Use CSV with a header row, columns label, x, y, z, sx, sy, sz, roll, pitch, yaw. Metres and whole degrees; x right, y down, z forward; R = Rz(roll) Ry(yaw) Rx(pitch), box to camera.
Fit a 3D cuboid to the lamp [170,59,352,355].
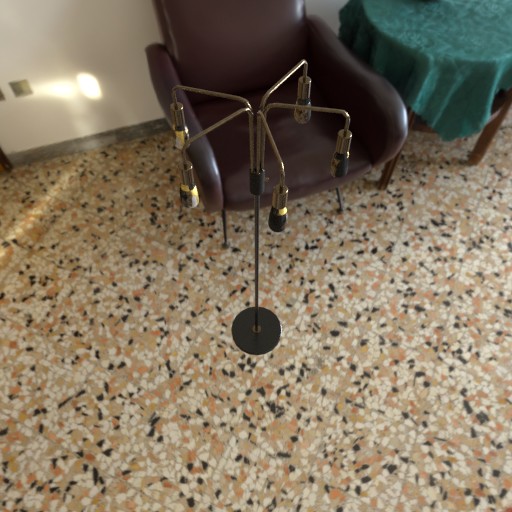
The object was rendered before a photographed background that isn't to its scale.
label,x,y,z,sx,sy,sz,roll,pitch,yaw
lamp,0.000,0.000,2.030,0.572,1.721,0.599,31,63,18
